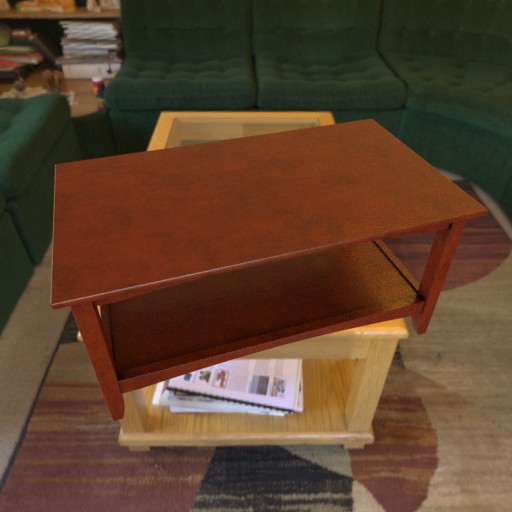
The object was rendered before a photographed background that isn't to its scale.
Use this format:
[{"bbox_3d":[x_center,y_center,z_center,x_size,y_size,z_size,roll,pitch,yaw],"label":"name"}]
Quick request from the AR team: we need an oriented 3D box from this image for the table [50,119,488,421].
[{"bbox_3d":[0.000,0.000,1.236,0.943,0.456,0.533,-12,42,-14],"label":"table"}]
